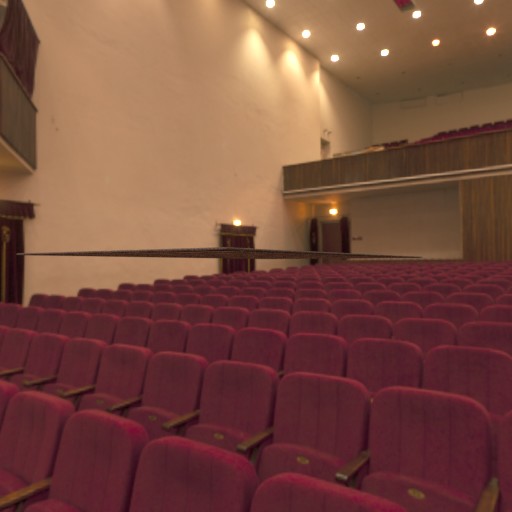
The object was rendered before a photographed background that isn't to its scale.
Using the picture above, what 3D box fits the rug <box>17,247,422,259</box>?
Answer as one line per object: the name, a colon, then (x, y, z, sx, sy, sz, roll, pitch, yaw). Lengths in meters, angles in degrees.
rug: (0.000, 0.000, 3.040, 1.554, 0.011, 2.476, -1, -1, 36)
